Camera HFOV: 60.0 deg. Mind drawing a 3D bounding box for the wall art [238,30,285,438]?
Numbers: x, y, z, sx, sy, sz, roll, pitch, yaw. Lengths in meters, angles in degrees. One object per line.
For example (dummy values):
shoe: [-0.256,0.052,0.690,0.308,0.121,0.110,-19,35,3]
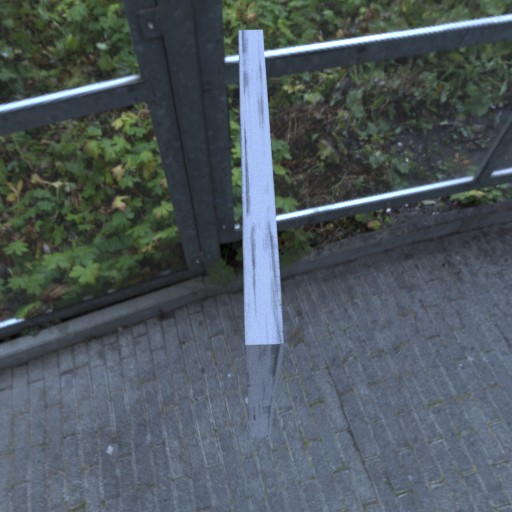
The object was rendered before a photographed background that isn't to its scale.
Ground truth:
wall art: [0.000,0.000,0.765,0.038,0.506,0.506,-2,58,-1]
